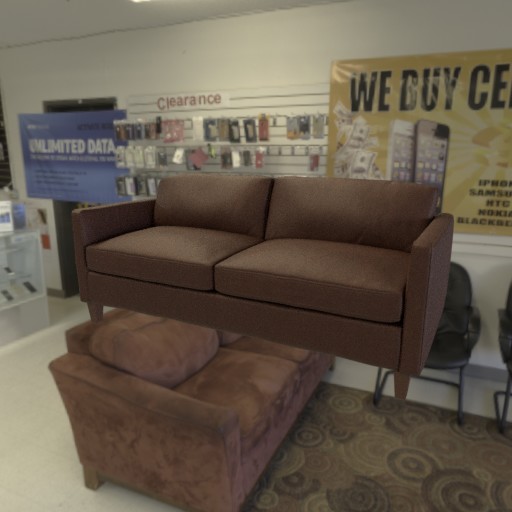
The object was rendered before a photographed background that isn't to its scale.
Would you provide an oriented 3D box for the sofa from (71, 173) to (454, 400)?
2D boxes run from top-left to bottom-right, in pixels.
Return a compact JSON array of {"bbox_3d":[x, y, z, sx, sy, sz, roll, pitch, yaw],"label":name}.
[{"bbox_3d":[0.000,0.000,2.507,1.971,0.863,0.923,7,16,27],"label":"sofa"}]
